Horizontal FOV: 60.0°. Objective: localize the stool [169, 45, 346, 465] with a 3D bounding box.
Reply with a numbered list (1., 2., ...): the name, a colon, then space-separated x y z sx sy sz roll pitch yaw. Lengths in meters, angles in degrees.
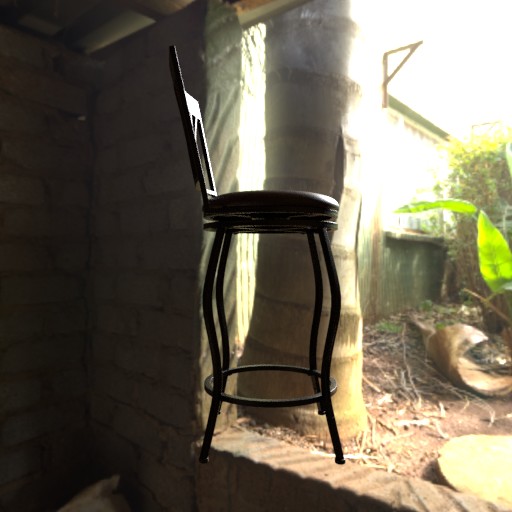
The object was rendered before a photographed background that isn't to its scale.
1. stool: 0.000 0.000 1.387 0.514 1.117 0.433 0 0 1
